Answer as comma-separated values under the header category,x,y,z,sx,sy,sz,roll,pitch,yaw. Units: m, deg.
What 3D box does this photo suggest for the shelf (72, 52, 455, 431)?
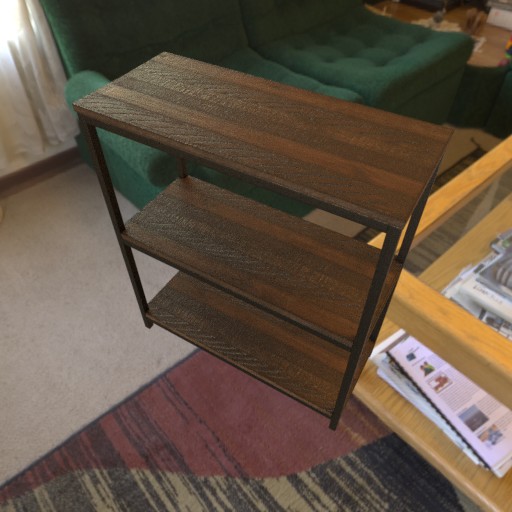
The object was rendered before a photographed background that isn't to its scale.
category,x,y,z,sx,sy,sz,roll,pitch,yaw
shelf,0.000,0.000,1.372,0.822,0.947,0.352,23,51,20
